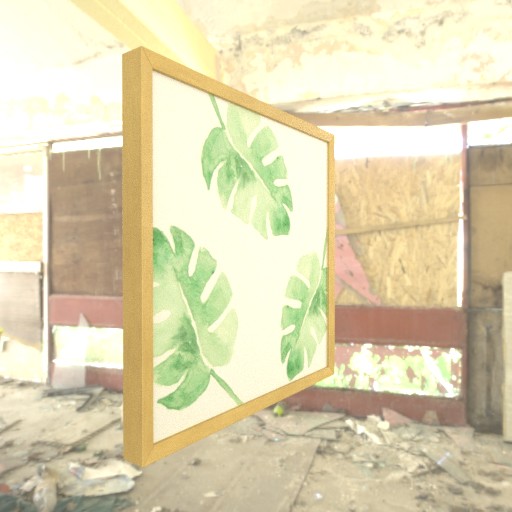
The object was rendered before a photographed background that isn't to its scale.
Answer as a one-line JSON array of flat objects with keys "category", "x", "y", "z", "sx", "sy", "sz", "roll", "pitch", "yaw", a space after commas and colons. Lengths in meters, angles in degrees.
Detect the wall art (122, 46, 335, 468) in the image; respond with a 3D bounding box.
[{"category": "wall art", "x": 0.000, "y": 0.000, "z": 0.747, "sx": 0.038, "sy": 0.508, "sz": 0.508, "roll": 0, "pitch": 1, "yaw": 37}]
